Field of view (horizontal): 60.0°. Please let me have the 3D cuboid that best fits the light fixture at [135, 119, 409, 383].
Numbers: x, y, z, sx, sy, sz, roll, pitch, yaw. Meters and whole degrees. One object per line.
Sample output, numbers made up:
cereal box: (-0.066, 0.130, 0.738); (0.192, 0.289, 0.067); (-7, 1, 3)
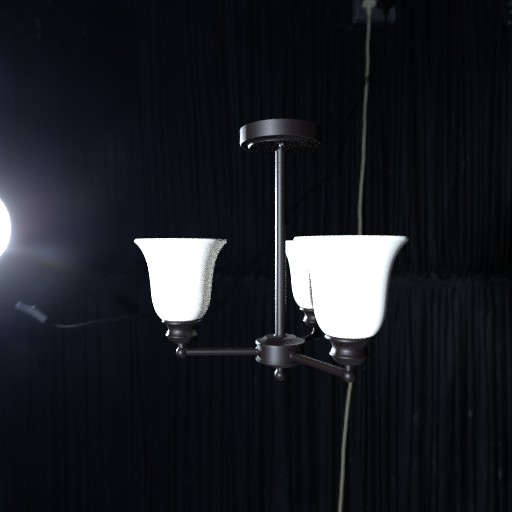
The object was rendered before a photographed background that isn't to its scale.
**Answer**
light fixture: (0.000, 0.000, 0.657); (0.354, 0.370, 0.388); (0, 1, -1)
